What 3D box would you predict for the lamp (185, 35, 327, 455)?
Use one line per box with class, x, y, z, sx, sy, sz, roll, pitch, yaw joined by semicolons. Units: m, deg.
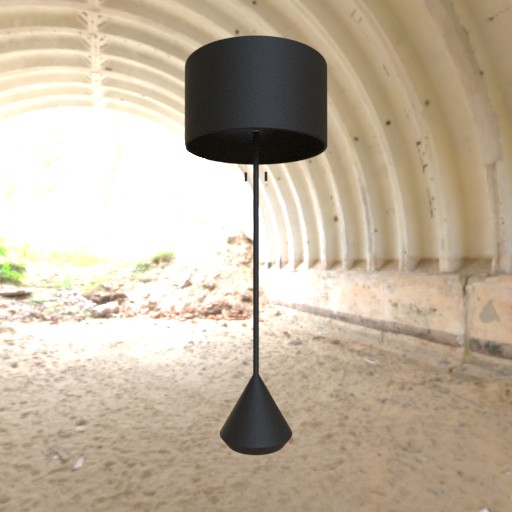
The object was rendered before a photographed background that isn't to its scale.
lamp;0.000;0.000;1.816;0.580;1.526;0.580;-1;-1;36
